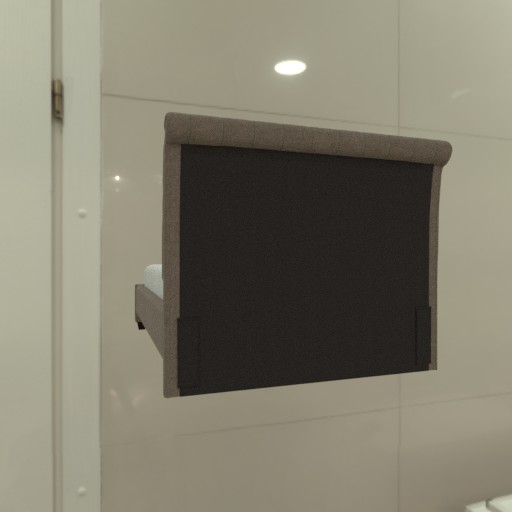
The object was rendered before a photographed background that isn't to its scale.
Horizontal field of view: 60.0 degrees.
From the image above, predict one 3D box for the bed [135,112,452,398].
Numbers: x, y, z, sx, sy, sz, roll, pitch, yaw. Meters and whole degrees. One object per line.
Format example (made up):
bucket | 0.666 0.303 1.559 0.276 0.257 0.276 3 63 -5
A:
bed | 0.000 0.000 3.366 1.645 1.371 2.252 0 0 -19
